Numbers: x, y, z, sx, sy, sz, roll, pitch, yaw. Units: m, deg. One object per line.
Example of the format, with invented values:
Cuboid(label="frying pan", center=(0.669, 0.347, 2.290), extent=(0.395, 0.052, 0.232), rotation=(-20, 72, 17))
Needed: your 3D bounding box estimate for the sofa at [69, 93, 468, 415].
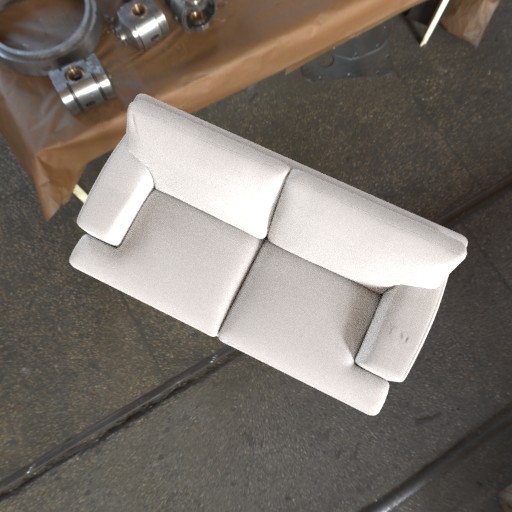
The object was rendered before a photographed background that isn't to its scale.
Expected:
Cuboid(label="sofa", center=(0.000, 0.000, 2.817), extent=(2.261, 0.940, 1.143), rotation=(25, 78, 6))
